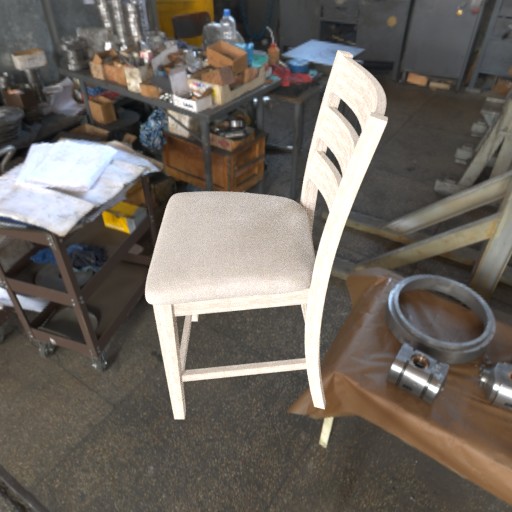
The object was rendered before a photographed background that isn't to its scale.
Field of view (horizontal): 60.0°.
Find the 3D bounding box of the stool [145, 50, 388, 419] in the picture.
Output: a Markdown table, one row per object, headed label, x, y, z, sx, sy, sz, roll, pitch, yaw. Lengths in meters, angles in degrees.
| label | x | y | z | sx | sy | sz | roll | pitch | yaw |
| --- | --- | --- | --- | --- | --- | --- | --- | --- | --- |
| stool | 0.000 | 0.000 | 1.319 | 0.569 | 1.032 | 0.484 | 0 | 40 | 0 |
